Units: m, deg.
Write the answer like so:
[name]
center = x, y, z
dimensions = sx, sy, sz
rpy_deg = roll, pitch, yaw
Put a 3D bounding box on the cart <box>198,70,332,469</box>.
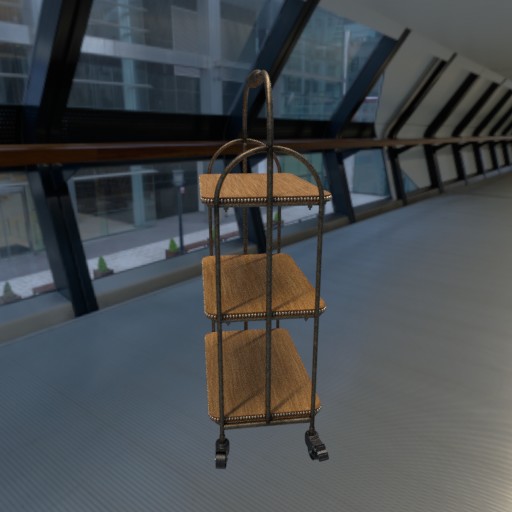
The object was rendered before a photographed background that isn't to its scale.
[cart]
center = 0.000, 0.000, 1.355
dimensions = 0.330, 1.052, 0.650
rpy_deg = -2, 17, -7
